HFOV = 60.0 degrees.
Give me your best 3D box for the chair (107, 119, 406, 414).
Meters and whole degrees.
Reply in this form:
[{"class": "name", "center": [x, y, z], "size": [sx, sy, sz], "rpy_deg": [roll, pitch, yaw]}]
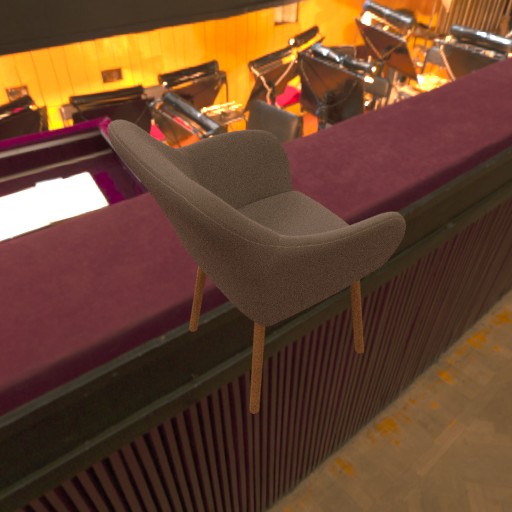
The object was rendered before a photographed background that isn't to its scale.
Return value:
[{"class": "chair", "center": [0.000, 0.000, 1.249], "size": [0.590, 0.830, 0.570], "rpy_deg": [-25, 47, -25]}]
